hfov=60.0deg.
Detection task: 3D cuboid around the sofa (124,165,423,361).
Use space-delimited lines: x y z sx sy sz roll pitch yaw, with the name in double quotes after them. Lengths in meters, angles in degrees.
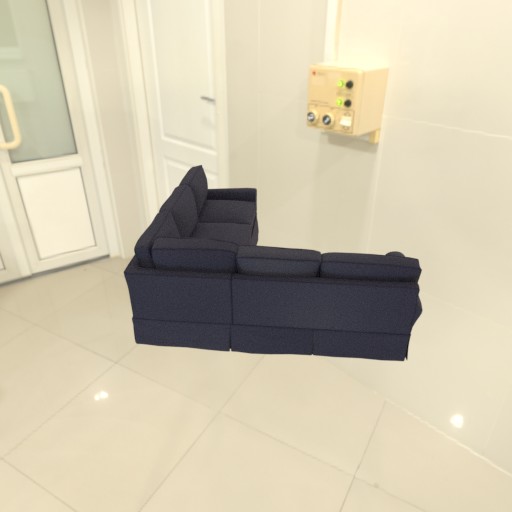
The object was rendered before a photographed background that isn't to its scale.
0.000 0.000 5.076 3.773 1.169 2.874 20 36 31 "sofa"
